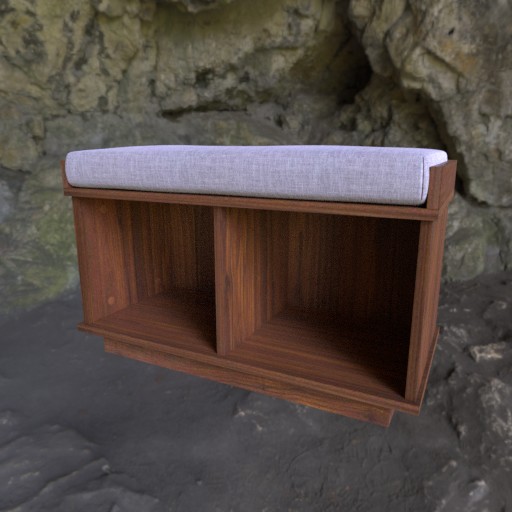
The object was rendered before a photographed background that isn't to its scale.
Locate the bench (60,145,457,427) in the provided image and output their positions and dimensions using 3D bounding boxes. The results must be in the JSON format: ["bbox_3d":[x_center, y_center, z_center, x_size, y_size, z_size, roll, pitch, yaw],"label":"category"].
[{"bbox_3d":[0.000,0.000,0.952,0.734,0.461,0.362,7,15,26],"label":"bench"}]
